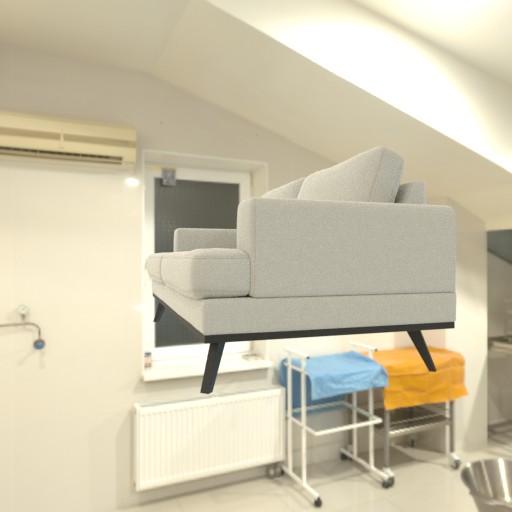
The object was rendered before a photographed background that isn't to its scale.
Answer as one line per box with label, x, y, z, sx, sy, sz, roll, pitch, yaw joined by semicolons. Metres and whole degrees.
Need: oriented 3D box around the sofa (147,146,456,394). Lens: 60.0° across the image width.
sofa;0.000;0.000;2.152;0.920;0.810;1.650;0;0;-18
